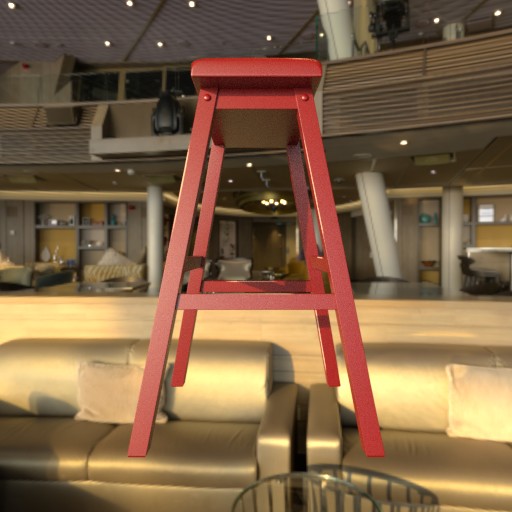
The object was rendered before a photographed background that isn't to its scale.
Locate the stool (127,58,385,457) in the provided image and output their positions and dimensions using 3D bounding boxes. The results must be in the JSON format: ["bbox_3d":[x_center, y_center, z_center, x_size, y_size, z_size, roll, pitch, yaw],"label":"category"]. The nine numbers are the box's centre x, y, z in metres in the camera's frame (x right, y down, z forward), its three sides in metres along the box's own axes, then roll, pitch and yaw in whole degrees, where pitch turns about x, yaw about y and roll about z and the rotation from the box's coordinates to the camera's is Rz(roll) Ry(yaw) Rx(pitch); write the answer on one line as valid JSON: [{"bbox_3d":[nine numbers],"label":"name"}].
[{"bbox_3d":[0.000,0.000,1.041,0.476,0.737,0.457,0,1,0],"label":"stool"}]
